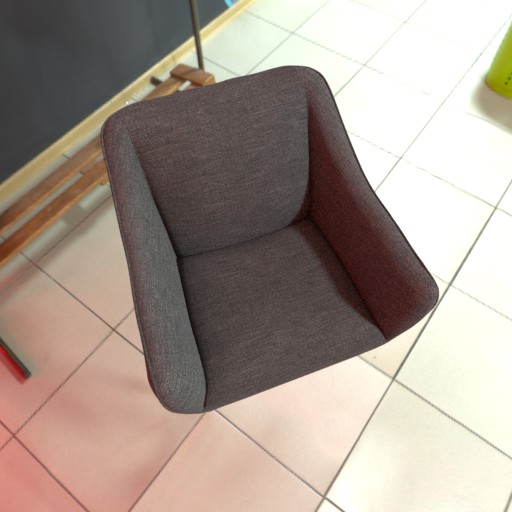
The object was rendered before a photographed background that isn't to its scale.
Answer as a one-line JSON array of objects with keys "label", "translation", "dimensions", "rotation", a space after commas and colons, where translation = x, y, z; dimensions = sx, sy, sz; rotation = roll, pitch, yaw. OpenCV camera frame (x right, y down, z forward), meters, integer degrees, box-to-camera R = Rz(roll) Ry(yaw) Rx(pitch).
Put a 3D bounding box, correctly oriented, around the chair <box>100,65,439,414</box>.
[{"label": "chair", "translation": [0.000, 0.000, 1.554], "dimensions": [0.870, 0.829, 0.851], "rotation": [-18, 62, -10]}]
